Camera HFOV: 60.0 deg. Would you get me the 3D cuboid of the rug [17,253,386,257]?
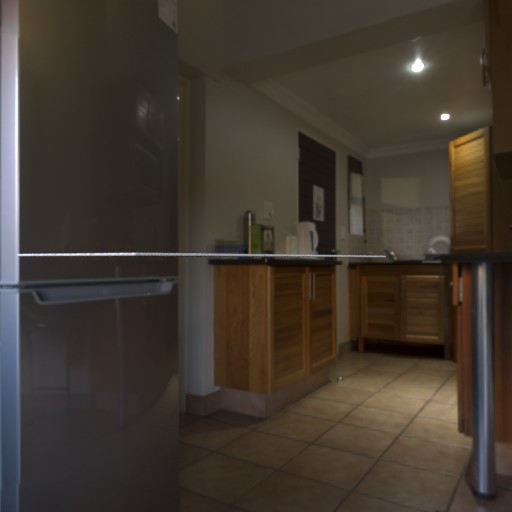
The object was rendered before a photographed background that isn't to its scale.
[{"bbox_3d":[0.000,0.000,2.643,0.750,0.009,2.435,0,0,35],"label":"rug"}]
